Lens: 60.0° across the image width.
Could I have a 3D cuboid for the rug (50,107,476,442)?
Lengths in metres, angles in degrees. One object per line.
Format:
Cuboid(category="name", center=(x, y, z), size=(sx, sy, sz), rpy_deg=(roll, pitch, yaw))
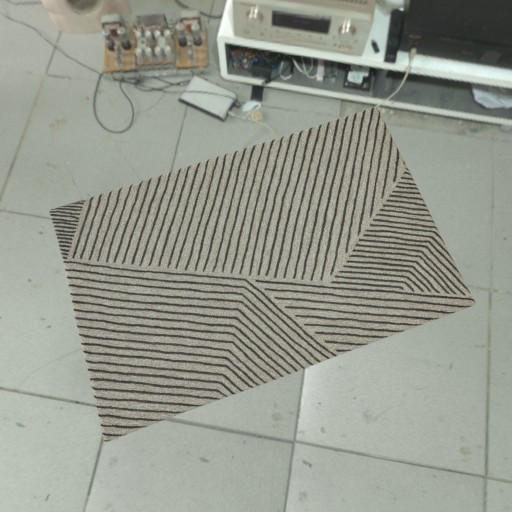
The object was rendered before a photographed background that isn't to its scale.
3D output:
Cuboid(category="rug", center=(0.000, 0.000, 2.884), size=(2.406, 0.023, 1.539), rpy_deg=(-19, 74, -6))
